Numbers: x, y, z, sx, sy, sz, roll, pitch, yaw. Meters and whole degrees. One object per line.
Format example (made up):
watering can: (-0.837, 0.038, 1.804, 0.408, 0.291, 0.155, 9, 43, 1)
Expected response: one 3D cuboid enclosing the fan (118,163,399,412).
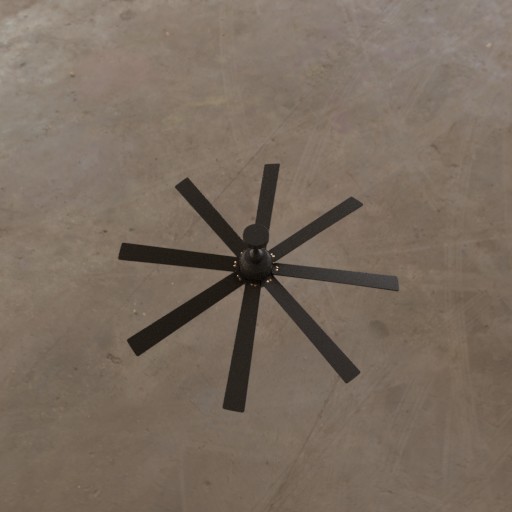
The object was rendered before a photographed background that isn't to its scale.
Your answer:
fan: (0.000, 0.000, 2.771, 1.830, 0.472, 1.830, -33, 64, -19)
